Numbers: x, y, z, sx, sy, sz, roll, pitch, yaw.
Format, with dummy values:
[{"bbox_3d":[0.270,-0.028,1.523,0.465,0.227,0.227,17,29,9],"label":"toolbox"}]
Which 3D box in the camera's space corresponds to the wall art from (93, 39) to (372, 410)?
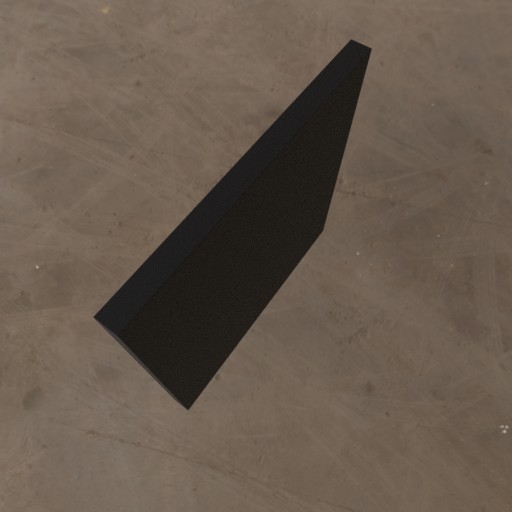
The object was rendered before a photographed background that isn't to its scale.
[{"bbox_3d":[0.000,0.000,0.685,0.030,0.458,0.462,33,68,15],"label":"wall art"}]
